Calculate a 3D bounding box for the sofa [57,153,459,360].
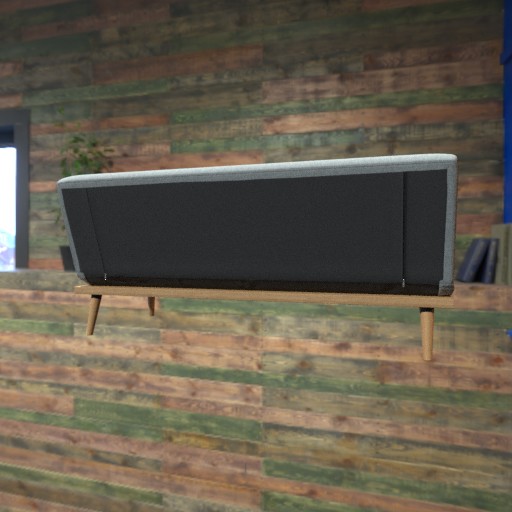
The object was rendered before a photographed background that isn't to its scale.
[{"bbox_3d":[0.000,0.000,2.250,1.820,0.800,0.800,0,1,18],"label":"sofa"}]
